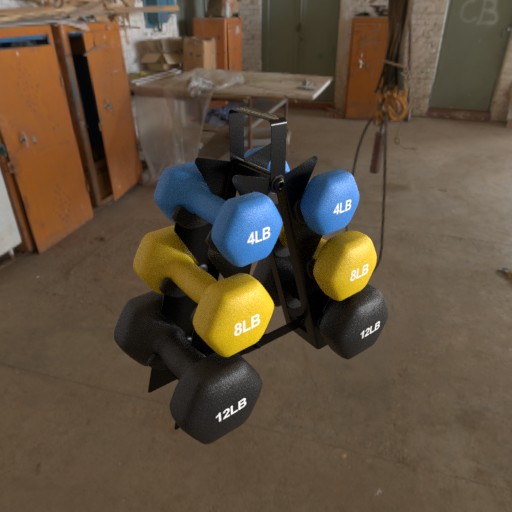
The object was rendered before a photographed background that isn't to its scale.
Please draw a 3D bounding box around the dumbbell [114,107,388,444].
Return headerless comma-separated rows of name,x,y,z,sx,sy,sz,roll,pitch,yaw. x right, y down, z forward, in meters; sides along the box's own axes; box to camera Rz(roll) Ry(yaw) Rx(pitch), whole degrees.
dumbbell,0.000,0.000,0.679,0.409,0.426,0.255,-20,35,-32
